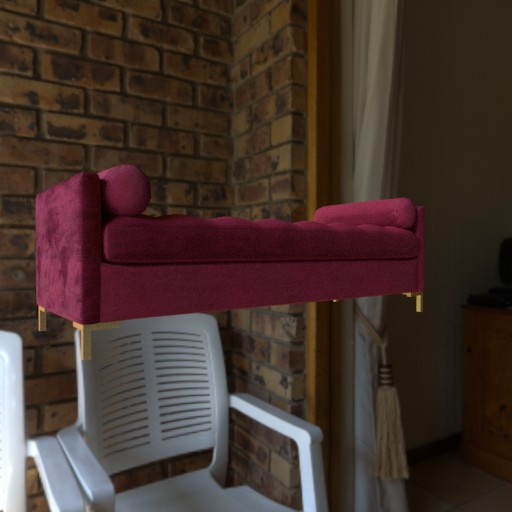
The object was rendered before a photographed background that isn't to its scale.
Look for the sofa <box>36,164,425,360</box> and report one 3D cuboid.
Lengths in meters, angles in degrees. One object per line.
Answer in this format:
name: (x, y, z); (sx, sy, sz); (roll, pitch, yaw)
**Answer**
sofa: (0.000, 0.000, 2.445); (2.102, 0.705, 0.796); (-1, 1, -37)
